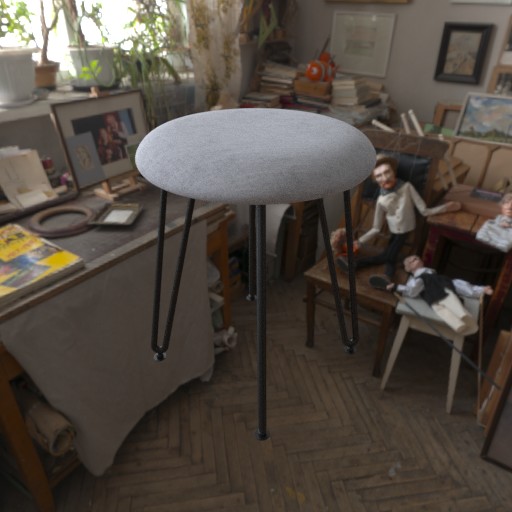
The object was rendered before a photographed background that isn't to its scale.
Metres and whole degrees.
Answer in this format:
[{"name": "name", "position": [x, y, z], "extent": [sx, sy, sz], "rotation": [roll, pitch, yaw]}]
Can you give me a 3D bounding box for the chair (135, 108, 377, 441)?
[{"name": "chair", "position": [0.000, 0.000, 0.662], "extent": [0.350, 0.386, 0.350], "rotation": [-1, 30, -3]}]
